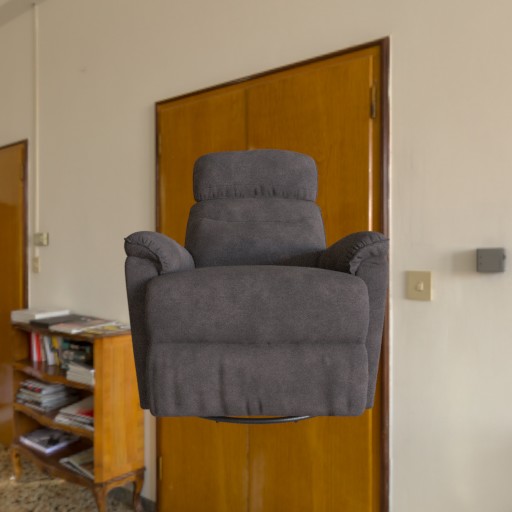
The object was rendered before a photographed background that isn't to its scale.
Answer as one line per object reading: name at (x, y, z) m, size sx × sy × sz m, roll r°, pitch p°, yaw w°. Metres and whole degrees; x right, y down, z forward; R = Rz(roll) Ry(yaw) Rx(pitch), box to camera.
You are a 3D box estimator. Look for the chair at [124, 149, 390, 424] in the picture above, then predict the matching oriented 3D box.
chair at (0.000, 0.000, 1.756) m, size 0.830 × 1.035 × 1.009 m, roll 0°, pitch 0°, yaw 0°
